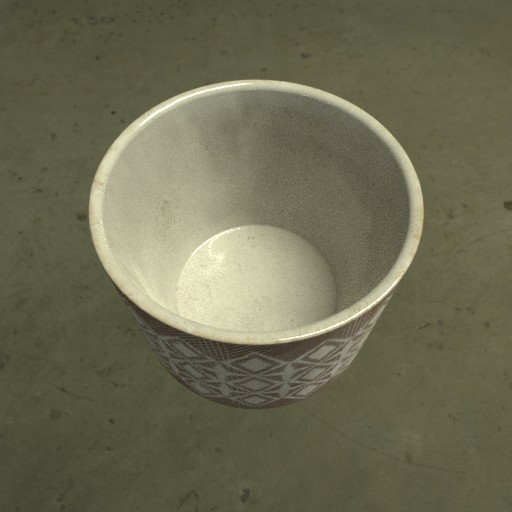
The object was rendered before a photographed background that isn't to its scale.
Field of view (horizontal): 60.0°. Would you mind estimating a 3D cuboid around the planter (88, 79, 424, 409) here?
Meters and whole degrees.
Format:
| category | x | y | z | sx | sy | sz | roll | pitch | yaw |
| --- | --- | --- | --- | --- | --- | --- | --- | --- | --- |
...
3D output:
| category | x | y | z | sx | sy | sz | roll | pitch | yaw |
| --- | --- | --- | --- | --- | --- | --- | --- | --- | --- |
| planter | 0.000 | 0.000 | 0.214 | 0.126 | 0.104 | 0.126 | 0 | 59 | 0 |
